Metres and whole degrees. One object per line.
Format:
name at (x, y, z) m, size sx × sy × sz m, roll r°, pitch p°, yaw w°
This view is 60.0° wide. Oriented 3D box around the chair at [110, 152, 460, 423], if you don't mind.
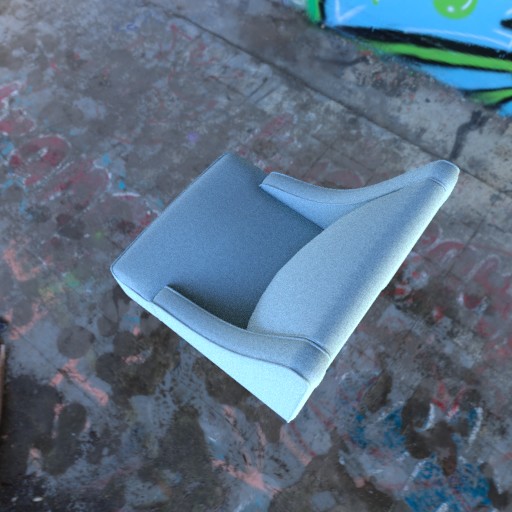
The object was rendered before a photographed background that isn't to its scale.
chair at (0.000, 0.000, 1.892) m, size 1.025 × 1.133 × 0.857 m, roll 35°, pitch 69°, yaw 16°
